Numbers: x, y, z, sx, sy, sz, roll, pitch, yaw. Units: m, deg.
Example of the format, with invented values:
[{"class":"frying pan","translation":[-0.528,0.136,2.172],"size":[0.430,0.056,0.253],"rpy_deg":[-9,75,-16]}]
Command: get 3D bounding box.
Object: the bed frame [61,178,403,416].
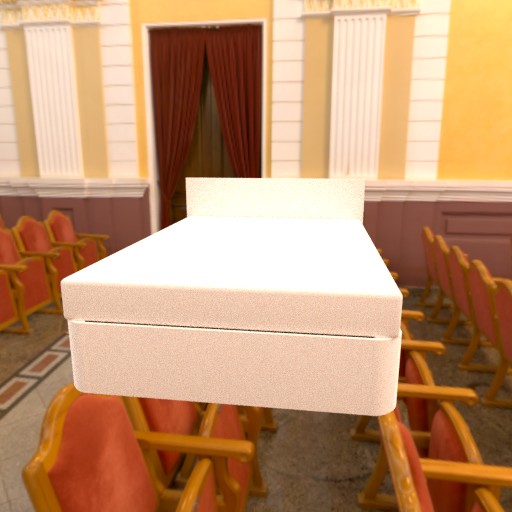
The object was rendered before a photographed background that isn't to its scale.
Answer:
[{"class":"bed frame","translation":[0.000,0.000,2.637],"size":[1.400,0.800,1.900],"rpy_deg":[2,13,8]}]
